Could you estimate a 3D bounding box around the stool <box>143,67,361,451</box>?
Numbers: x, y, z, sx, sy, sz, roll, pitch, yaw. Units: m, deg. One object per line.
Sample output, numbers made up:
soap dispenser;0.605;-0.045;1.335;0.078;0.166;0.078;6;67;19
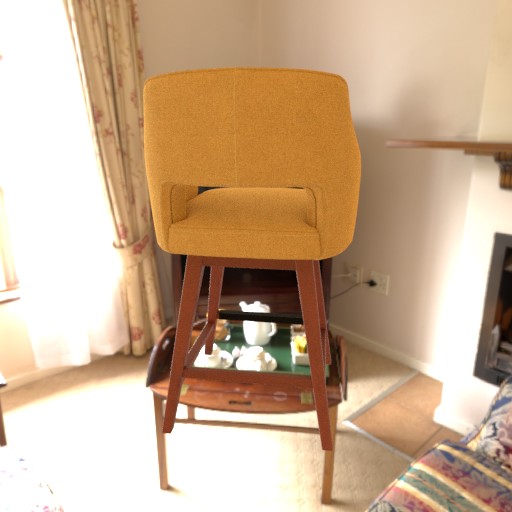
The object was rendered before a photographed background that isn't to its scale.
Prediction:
stool;0.000;0.000;1.249;0.548;0.924;0.558;2;16;8
